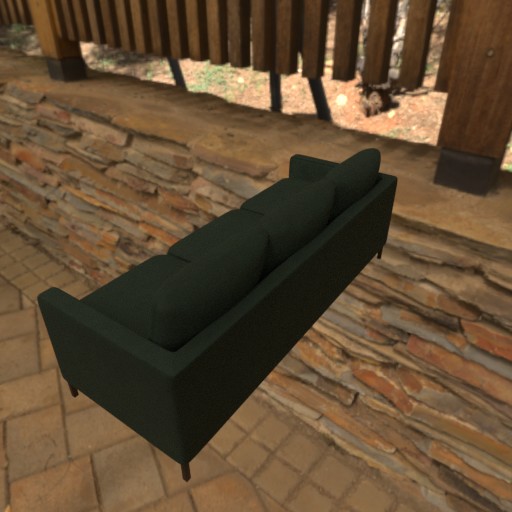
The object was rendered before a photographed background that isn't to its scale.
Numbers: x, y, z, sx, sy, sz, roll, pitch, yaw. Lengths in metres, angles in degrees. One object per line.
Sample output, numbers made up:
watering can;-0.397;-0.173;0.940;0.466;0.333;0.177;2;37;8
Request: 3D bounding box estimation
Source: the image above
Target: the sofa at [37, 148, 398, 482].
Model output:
sofa;0.000;0.000;2.618;0.859;0.870;2.218;21;38;29
